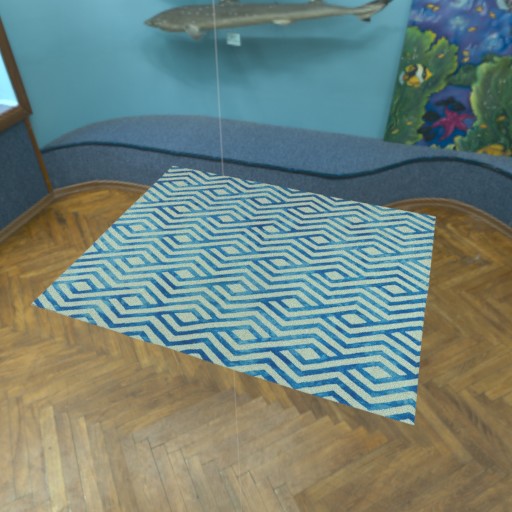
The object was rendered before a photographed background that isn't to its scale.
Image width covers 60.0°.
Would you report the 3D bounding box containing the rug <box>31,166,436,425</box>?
[{"bbox_3d":[0.000,0.000,4.113,3.059,0.008,2.453,13,42,15],"label":"rug"}]
